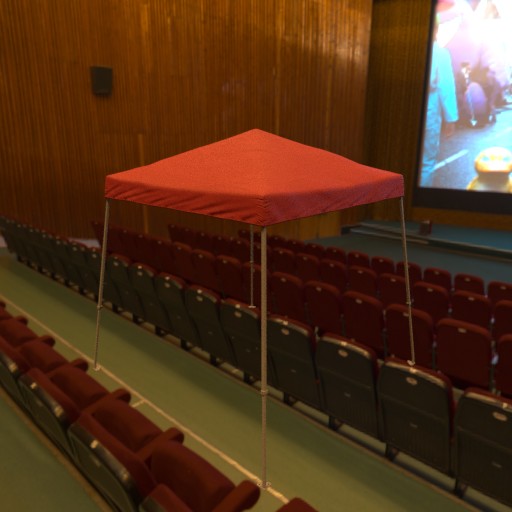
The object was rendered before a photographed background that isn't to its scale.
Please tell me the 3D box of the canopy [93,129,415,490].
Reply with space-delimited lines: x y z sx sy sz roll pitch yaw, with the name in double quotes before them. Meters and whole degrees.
"canopy" 0.000 0.000 6.524 3.600 3.600 3.599 14 21 41
